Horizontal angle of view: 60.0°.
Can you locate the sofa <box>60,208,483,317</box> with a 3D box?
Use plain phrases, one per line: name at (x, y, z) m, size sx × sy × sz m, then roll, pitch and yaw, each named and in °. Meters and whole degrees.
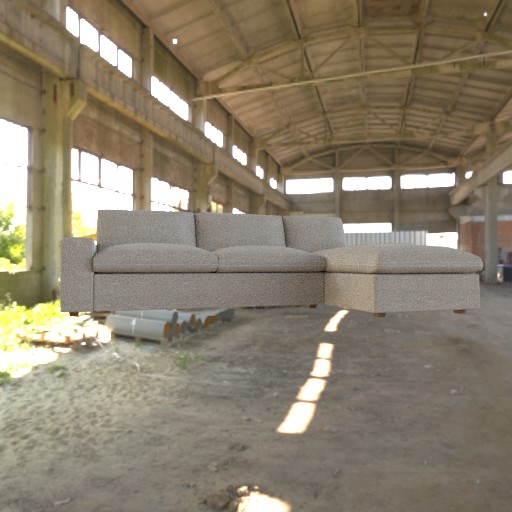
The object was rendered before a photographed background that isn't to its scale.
sofa at (0.000, 0.000, 3.381) m, size 2.718 × 0.813 × 1.689 m, roll 0°, pitch -1°, yaw -19°
